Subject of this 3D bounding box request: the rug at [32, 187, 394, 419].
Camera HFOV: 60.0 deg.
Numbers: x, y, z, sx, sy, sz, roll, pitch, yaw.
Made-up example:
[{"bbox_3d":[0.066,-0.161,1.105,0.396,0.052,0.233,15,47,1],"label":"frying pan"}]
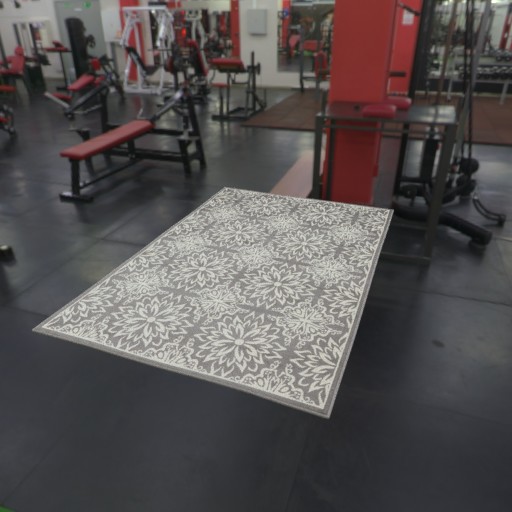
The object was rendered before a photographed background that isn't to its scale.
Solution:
[{"bbox_3d":[0.000,0.000,2.349,1.224,0.012,1.847,11,30,19],"label":"rug"}]
